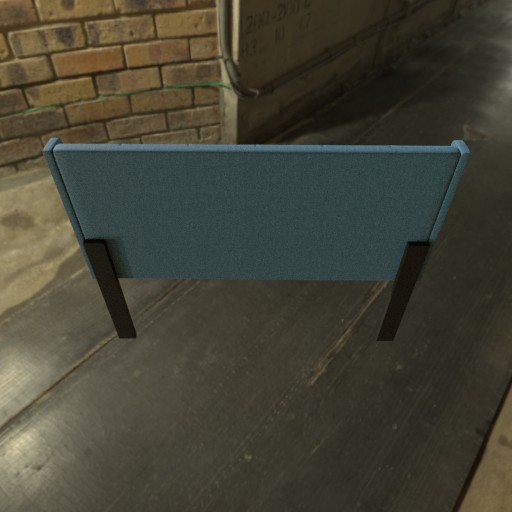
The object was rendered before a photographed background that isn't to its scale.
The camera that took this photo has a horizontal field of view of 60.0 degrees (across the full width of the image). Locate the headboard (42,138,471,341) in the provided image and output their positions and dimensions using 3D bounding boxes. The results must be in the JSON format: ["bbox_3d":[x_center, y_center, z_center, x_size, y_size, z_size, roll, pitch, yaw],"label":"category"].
[{"bbox_3d":[0.000,0.000,2.693,2.051,1.524,0.184,0,45,0],"label":"headboard"}]
